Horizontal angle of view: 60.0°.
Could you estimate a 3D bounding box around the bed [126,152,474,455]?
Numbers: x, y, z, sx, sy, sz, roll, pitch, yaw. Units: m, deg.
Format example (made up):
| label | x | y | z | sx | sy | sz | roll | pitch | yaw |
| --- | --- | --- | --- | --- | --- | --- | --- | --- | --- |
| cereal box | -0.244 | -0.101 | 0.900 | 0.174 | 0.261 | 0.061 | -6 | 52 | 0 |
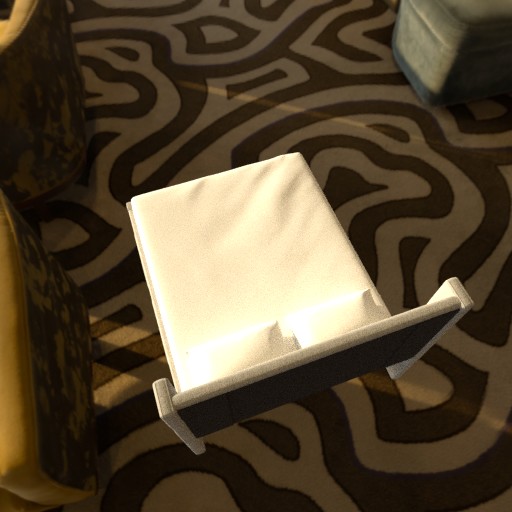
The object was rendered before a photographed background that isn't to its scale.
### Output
| label | x | y | z | sx | sy | sz | roll | pitch | yaw |
| --- | --- | --- | --- | --- | --- | --- | --- | --- | --- |
| bed | 0.000 | 0.000 | 3.445 | 1.774 | 1.491 | 2.222 | -17 | 61 | -10 |
